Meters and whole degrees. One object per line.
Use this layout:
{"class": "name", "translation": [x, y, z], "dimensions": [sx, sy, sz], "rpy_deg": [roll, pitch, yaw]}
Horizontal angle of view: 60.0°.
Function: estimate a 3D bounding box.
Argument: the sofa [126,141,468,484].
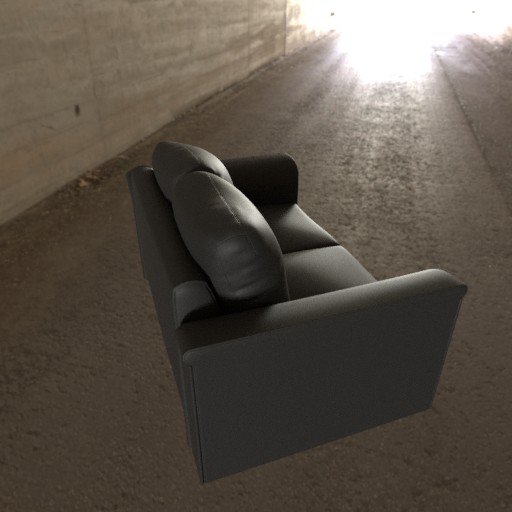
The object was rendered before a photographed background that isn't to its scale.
{"class": "sofa", "translation": [0.000, 0.000, 1.871], "dimensions": [0.887, 0.845, 1.386], "rpy_deg": [-10, 32, -17]}
